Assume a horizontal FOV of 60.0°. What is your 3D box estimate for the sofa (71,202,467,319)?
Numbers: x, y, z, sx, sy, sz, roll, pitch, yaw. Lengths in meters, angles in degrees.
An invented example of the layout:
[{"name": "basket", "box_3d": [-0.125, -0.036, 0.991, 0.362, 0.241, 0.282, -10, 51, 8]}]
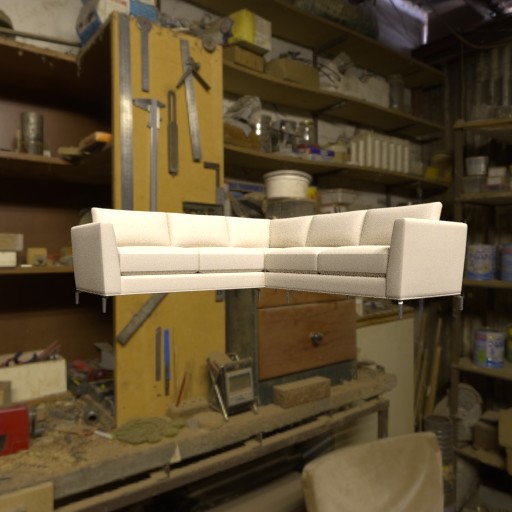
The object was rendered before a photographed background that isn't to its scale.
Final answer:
[{"name": "sofa", "box_3d": [0.000, 0.000, 3.787, 2.430, 0.867, 2.448, 0, 0, -37]}]
